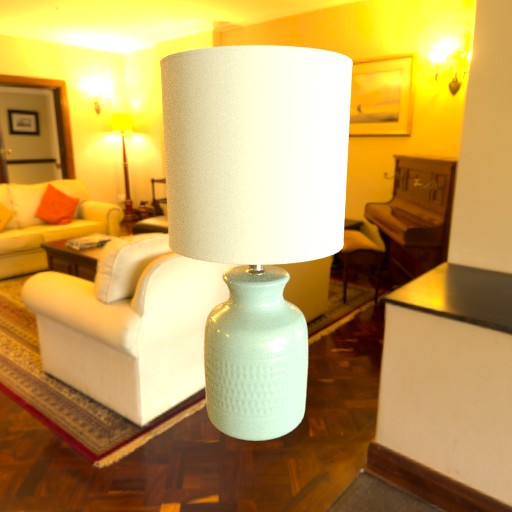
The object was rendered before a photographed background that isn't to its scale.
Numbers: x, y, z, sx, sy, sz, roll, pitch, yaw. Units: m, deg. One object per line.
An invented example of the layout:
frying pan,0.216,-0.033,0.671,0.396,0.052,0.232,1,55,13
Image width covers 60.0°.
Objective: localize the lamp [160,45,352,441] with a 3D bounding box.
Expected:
lamp,0.000,0.000,1.088,0.418,0.871,0.418,-2,15,-8
